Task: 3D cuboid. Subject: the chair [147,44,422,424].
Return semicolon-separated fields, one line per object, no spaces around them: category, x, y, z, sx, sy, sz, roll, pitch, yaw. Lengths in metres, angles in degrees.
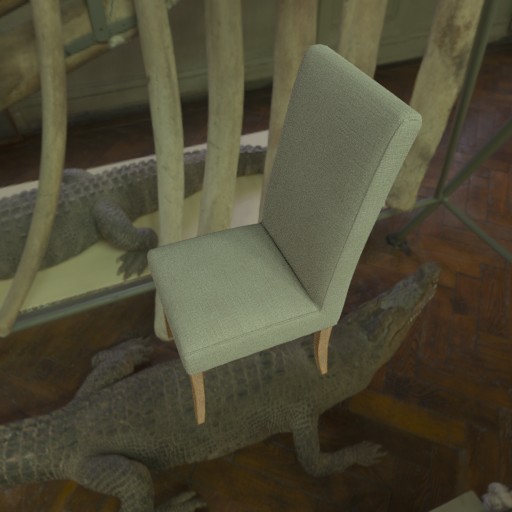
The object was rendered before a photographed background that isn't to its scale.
chair;0.000;0.000;1.356;0.611;1.033;0.450;-17;49;-16
